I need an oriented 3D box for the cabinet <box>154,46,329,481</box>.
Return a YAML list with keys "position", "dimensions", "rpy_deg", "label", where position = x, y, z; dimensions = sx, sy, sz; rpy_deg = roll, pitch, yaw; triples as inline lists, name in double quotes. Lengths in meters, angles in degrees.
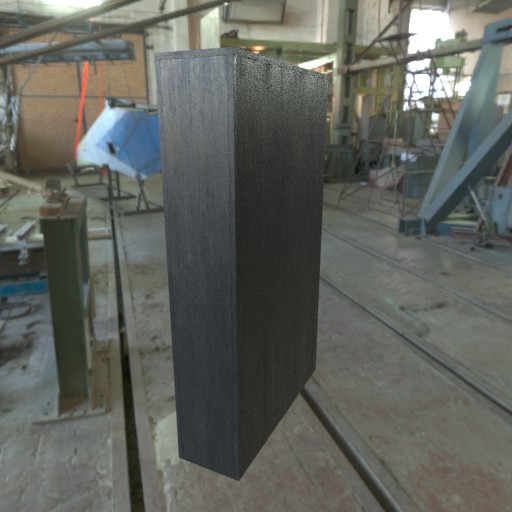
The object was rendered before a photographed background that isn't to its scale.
- position: [0.000, 0.000, 1.617]
  dimensions: [0.250, 1.280, 0.750]
  rpy_deg: [8, 19, 25]
  label: "cabinet"
